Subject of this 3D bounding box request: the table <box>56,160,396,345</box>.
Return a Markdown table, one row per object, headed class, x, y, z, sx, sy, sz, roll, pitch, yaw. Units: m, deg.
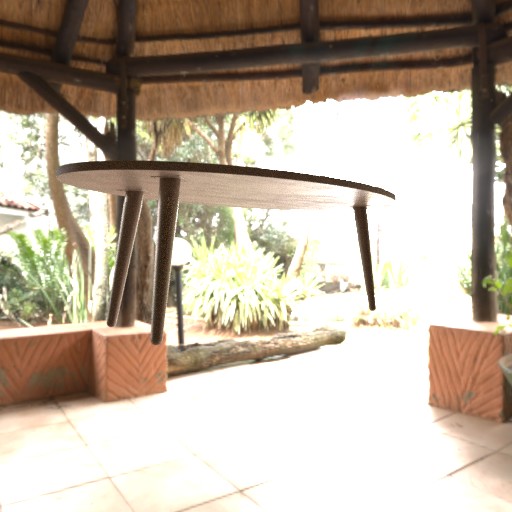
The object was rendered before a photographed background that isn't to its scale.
| class | x | y | z | sx | sy | sz | roll | pitch | yaw |
| --- | --- | --- | --- | --- | --- | --- | --- | --- | --- |
| table | 0.000 | 0.000 | 1.299 | 1.083 | 0.390 | 0.542 | 0 | -1 | -35 |
